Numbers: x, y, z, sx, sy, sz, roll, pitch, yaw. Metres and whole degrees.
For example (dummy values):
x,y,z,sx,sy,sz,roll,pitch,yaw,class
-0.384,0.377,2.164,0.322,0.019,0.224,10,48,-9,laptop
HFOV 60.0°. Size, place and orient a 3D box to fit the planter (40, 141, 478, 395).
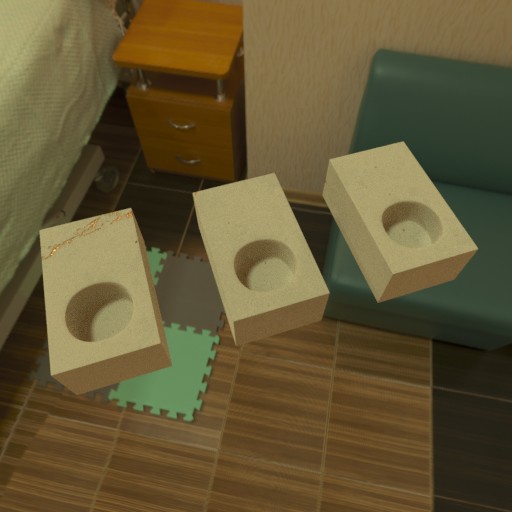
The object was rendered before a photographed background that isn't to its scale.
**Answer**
x,y,z,sx,sy,sz,roll,pitch,yaw,class
0.000,0.000,0.381,0.333,0.051,0.127,-15,59,-9,planter
